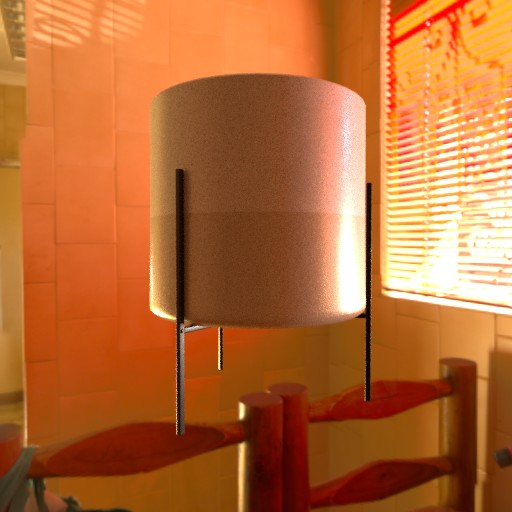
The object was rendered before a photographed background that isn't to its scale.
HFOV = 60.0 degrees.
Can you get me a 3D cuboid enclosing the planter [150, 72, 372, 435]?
[{"bbox_3d":[0.000,0.000,0.751,0.359,0.484,0.368,1,2,35],"label":"planter"}]
